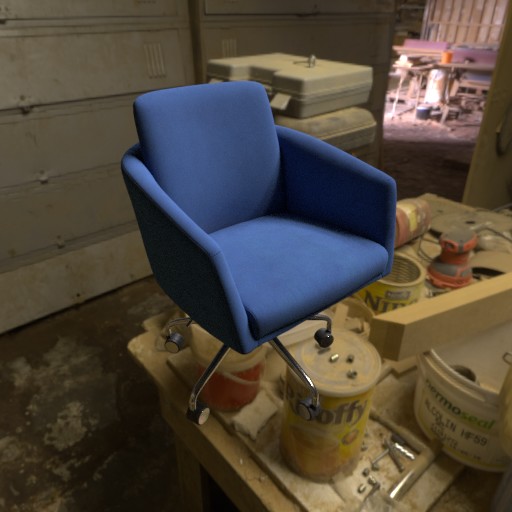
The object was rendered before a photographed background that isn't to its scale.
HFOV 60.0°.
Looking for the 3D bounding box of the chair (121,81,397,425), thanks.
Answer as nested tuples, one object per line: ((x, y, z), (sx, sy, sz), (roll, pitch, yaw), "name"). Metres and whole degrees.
((0.000, 0.000, 1.336), (0.641, 0.908, 0.635), (-22, 36, -33), "chair")
